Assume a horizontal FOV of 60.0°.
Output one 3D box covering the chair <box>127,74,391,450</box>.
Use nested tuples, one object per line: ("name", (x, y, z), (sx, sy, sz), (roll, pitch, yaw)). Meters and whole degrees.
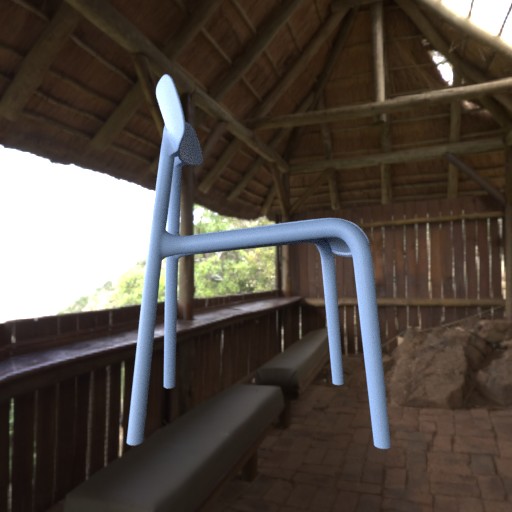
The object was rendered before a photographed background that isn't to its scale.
("chair", (0.000, 0.000, 0.834), (0.401, 0.580, 0.356), (0, 0, -1))
